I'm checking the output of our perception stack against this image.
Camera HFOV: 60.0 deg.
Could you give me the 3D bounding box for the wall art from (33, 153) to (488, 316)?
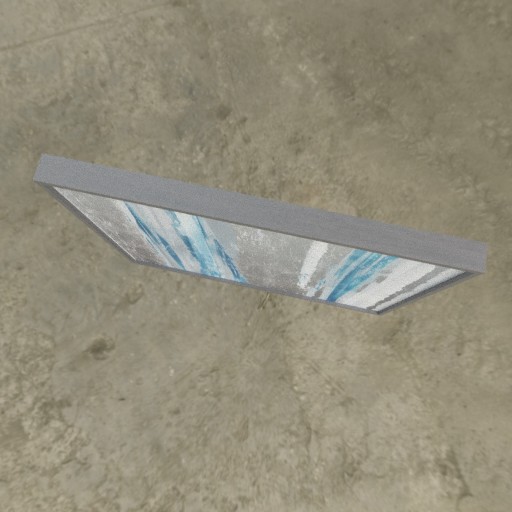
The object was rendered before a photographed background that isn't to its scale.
[{"bbox_3d":[0.000,0.000,0.757,0.557,0.450,0.037,12,76,3],"label":"wall art"}]
